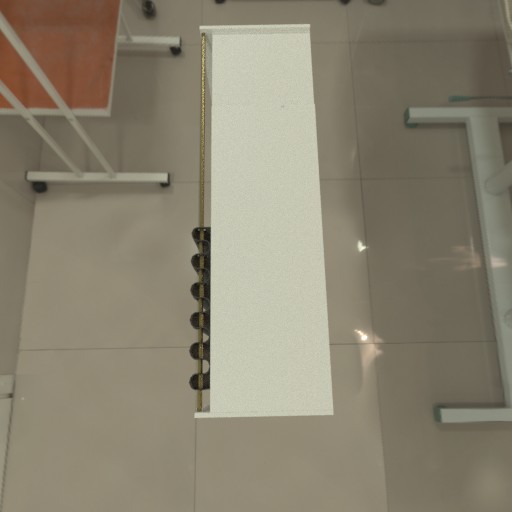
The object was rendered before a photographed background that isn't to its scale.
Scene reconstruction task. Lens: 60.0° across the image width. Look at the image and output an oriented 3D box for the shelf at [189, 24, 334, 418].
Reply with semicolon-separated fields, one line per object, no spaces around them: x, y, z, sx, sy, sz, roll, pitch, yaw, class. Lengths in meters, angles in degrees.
0.000;0.000;2.592;0.500;1.810;1.600;-1;76;0;shelf
